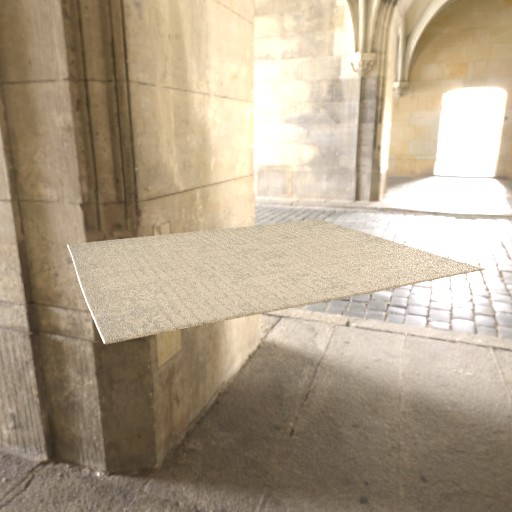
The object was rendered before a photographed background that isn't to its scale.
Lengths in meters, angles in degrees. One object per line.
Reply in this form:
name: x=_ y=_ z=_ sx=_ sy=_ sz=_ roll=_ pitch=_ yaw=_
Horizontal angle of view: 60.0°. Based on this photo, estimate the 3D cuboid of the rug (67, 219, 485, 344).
rug: x=0.000 y=0.000 z=4.078 sx=3.061 sy=0.014 sz=2.447 roll=-8 pitch=17 yaw=-25
